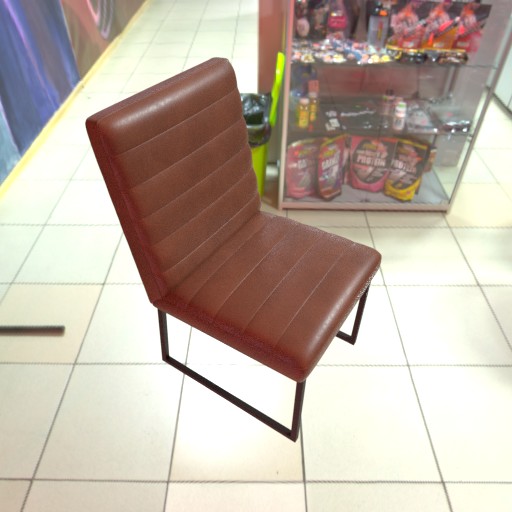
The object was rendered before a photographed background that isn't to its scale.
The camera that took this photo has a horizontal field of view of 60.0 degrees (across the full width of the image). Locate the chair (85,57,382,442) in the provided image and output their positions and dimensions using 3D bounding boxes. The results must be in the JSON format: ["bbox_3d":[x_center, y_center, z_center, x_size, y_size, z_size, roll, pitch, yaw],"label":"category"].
[{"bbox_3d":[0.000,0.000,1.336,0.634,0.930,0.520,24,47,24],"label":"chair"}]
